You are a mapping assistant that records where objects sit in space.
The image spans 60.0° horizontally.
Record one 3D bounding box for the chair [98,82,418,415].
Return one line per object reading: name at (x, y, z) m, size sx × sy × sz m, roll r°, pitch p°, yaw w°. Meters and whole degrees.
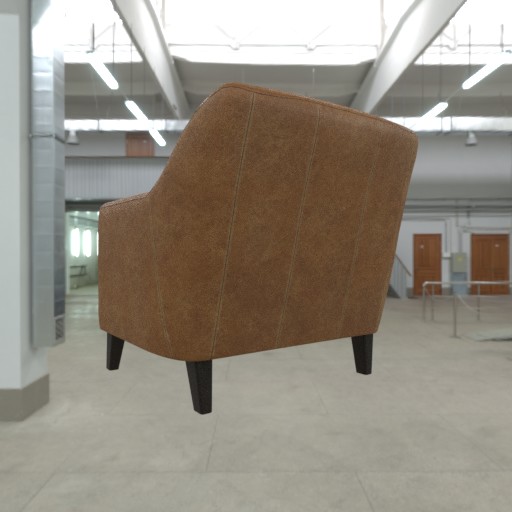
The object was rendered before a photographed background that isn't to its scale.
chair at (0.000, 0.000, 1.816) m, size 1.037 × 0.980 × 1.034 m, roll 0°, pitch 1°, yaw -36°
